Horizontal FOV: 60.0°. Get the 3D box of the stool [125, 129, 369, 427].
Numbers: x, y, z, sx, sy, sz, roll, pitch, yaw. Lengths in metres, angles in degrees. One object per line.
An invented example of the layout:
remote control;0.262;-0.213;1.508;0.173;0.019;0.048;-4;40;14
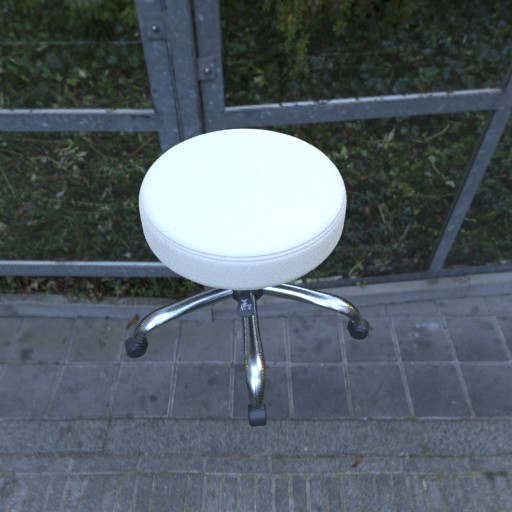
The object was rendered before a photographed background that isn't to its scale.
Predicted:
stool;0.000;0.000;1.064;0.614;0.482;0.634;10;47;9
